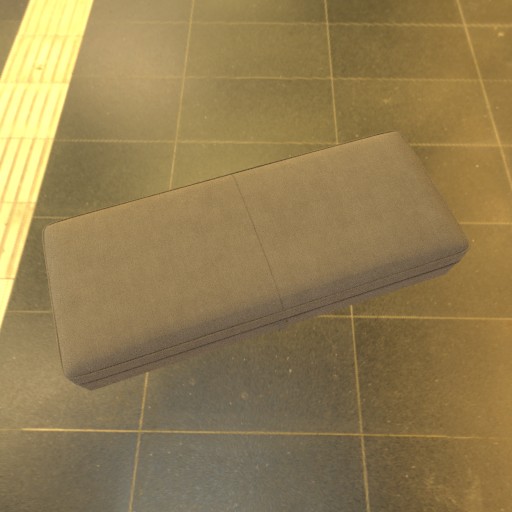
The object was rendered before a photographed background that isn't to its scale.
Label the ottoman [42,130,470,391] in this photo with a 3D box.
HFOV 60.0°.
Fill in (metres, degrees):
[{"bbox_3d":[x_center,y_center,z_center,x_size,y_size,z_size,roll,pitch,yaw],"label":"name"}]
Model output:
[{"bbox_3d":[0.000,0.000,2.065,1.764,0.470,0.751,-17,65,-8],"label":"ottoman"}]
